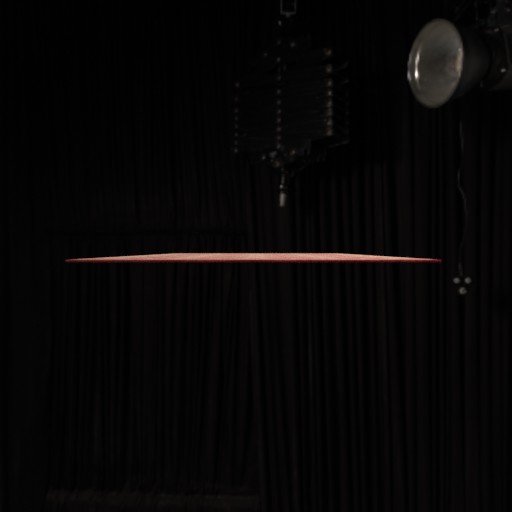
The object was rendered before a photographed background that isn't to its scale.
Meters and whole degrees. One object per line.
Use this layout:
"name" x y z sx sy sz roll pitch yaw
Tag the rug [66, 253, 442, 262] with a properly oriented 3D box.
"rug" 0.000 0.000 3.011 1.535 0.010 2.431 0 1 1
